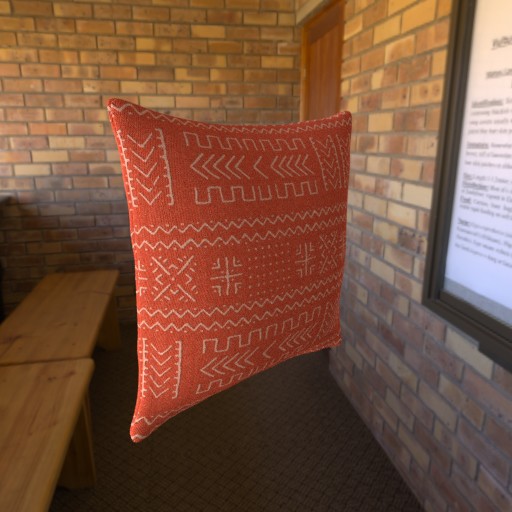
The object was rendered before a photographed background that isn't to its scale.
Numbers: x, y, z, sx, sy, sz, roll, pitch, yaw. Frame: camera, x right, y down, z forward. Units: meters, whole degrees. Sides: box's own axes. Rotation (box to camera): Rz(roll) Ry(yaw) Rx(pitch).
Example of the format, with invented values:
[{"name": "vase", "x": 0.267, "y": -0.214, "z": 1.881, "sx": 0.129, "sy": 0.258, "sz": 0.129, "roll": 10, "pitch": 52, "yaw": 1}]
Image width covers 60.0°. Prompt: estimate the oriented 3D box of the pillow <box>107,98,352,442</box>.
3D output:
[{"name": "pillow", "x": 0.000, "y": 0.000, "z": 0.660, "sx": 0.438, "sy": 0.429, "sz": 0.164, "roll": -13, "pitch": 20, "yaw": -41}]
